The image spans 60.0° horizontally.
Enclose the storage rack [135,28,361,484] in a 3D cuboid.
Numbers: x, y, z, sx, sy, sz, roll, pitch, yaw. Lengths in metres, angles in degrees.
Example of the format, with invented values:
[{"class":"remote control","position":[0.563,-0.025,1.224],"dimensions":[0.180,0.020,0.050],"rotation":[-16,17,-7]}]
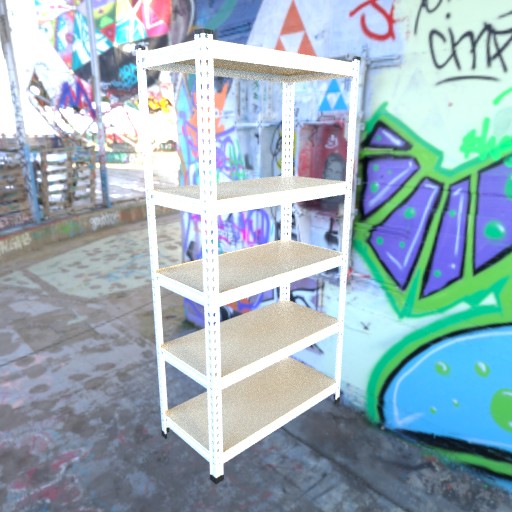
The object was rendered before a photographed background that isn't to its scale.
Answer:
[{"class":"storage rack","position":[0.000,0.000,2.164],"dimensions":[0.914,1.829,0.457],"rotation":[-15,22,-41]}]
